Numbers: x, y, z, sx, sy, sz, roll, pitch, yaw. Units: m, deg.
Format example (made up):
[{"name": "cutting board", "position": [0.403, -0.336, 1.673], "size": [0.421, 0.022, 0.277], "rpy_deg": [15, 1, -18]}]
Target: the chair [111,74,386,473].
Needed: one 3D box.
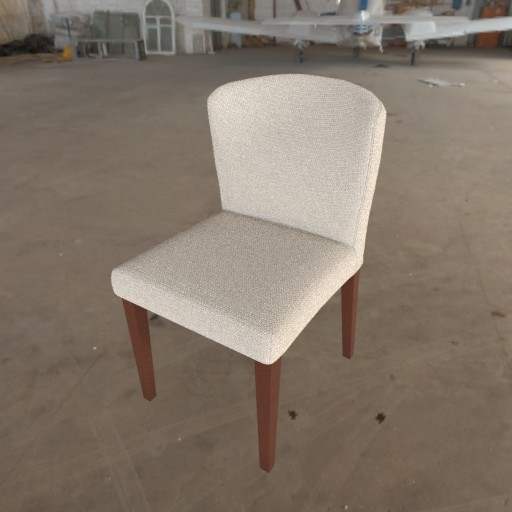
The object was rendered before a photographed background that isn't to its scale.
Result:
[{"name": "chair", "position": [0.000, 0.000, 1.178], "size": [0.491, 0.839, 0.589], "rpy_deg": [18, 34, 29]}]
